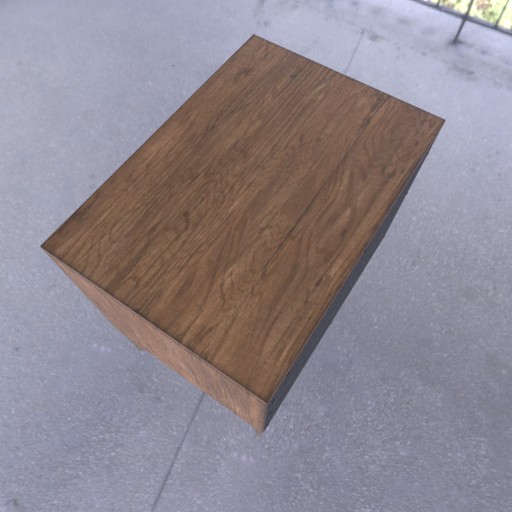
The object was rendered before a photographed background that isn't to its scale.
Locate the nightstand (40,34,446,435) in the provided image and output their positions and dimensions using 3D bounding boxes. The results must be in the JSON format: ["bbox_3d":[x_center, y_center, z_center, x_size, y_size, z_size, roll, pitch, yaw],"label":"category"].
[{"bbox_3d":[0.000,0.000,1.038,0.446,0.610,0.610,31,67,15],"label":"nightstand"}]
